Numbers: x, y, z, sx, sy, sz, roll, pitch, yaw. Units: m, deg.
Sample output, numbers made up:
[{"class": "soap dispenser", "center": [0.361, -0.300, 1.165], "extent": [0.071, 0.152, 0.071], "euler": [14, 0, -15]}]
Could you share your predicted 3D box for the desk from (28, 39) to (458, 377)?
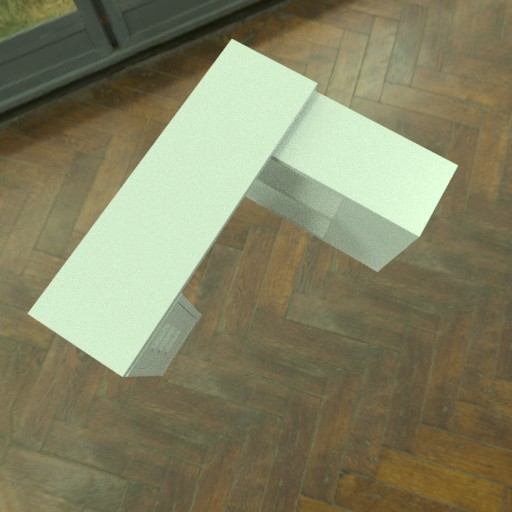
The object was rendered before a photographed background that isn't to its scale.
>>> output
[{"class": "desk", "center": [0.000, 0.000, 2.212], "extent": [1.200, 0.753, 1.524], "euler": [31, 77, 8]}]
